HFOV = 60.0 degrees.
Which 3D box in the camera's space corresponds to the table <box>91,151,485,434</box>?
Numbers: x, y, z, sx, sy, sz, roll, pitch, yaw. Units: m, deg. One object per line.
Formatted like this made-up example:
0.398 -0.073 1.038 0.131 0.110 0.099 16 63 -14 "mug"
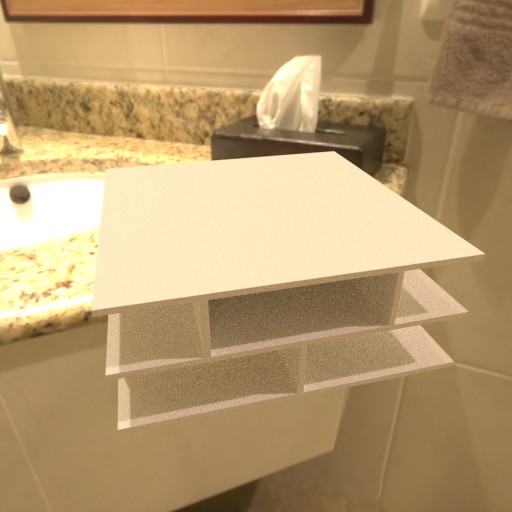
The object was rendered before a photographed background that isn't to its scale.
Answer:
0.000 0.000 1.114 0.700 0.289 0.700 -7 30 -13 "table"
